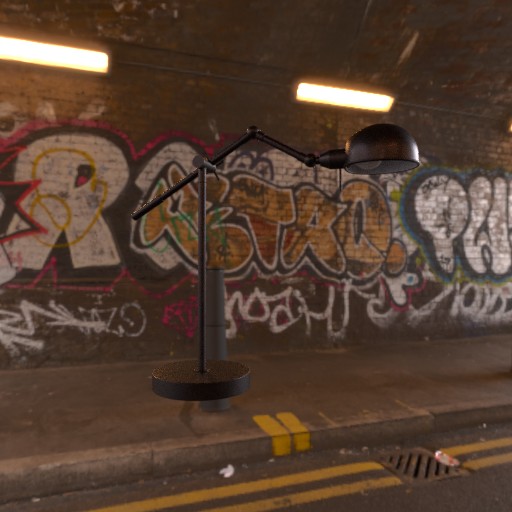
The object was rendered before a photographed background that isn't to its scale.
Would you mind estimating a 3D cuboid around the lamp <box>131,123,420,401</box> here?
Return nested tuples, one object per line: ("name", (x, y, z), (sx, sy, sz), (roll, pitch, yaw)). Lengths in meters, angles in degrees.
("lamp", (0.000, 0.000, 0.812), (0.567, 0.495, 0.185), (0, -1, 19))
